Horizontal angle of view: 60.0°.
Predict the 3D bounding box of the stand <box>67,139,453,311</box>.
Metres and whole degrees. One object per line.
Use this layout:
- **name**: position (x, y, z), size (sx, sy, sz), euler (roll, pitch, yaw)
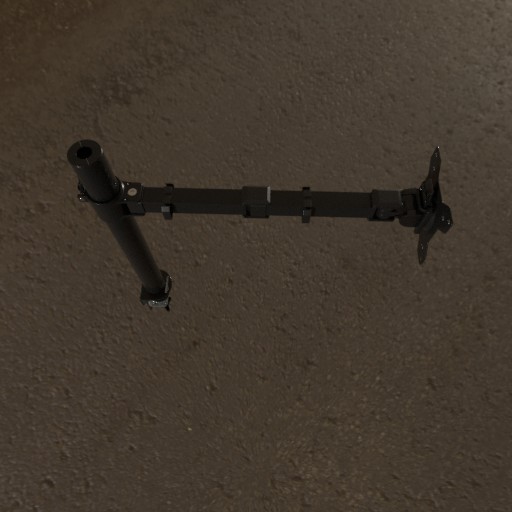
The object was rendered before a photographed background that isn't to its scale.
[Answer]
- **stand**: position (0.000, 0.000, 0.728), size (0.456, 0.510, 0.115), euler (2, 64, 1)
